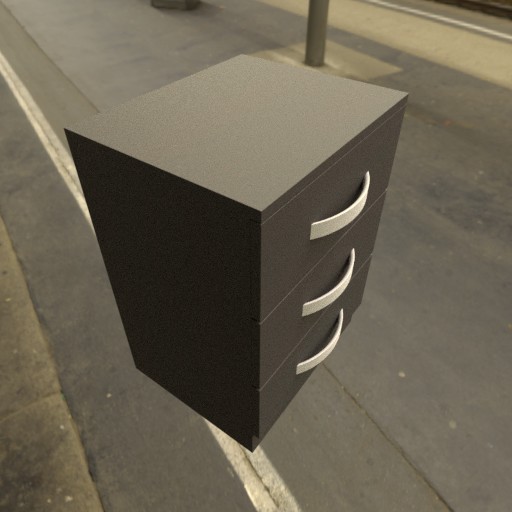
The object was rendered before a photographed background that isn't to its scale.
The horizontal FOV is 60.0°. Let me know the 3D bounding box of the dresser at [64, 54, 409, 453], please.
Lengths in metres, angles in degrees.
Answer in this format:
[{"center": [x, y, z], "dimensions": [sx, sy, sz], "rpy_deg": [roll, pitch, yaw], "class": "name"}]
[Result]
[{"center": [0.000, 0.000, 0.831], "dimensions": [0.360, 0.560, 0.400], "rpy_deg": [26, 47, 27], "class": "dresser"}]
